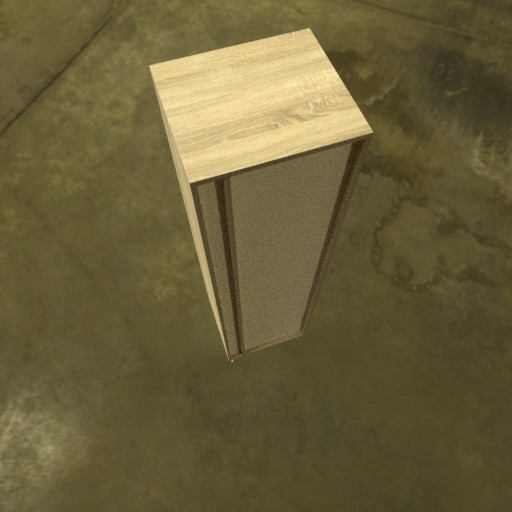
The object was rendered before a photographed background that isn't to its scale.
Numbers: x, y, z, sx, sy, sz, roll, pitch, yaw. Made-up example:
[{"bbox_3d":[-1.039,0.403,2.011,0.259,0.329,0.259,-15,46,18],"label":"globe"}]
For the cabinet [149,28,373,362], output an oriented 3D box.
[{"bbox_3d":[0.000,0.000,2.118,0.510,1.960,0.450,-17,64,-9],"label":"cabinet"}]
